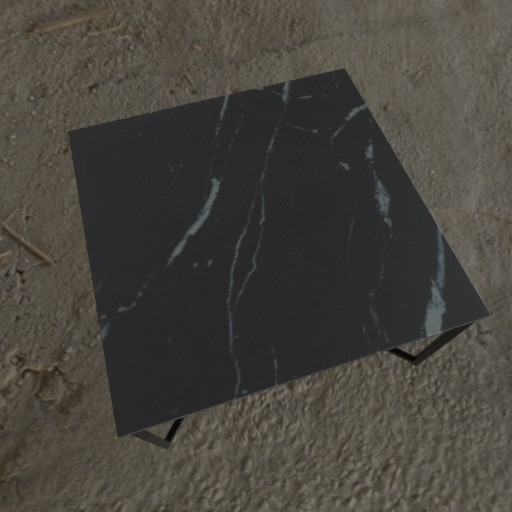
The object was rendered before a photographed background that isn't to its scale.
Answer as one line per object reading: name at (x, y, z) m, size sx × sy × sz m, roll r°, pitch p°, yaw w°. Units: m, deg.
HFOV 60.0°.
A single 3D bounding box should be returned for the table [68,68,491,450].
table at (0.000, 0.000, 1.264) m, size 0.800 × 0.450 × 0.800 m, roll -16°, pitch 64°, yaw -8°
